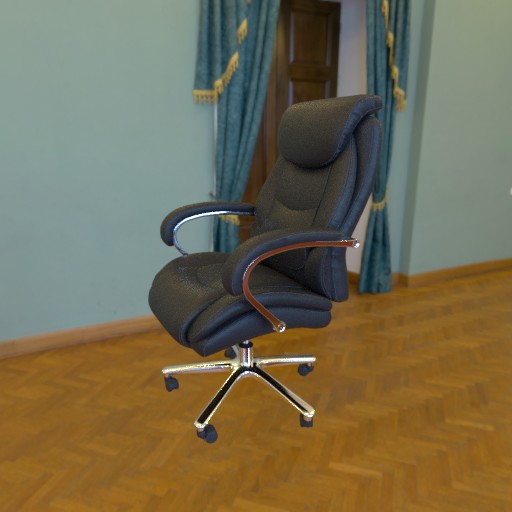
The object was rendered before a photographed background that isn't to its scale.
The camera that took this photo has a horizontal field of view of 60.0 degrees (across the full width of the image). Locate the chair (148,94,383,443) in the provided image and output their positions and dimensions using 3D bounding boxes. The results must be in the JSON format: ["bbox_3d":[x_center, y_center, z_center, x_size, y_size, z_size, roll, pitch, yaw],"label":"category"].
[{"bbox_3d":[0.000,0.000,1.719,0.790,1.183,0.755,-8,17,-26],"label":"chair"}]
